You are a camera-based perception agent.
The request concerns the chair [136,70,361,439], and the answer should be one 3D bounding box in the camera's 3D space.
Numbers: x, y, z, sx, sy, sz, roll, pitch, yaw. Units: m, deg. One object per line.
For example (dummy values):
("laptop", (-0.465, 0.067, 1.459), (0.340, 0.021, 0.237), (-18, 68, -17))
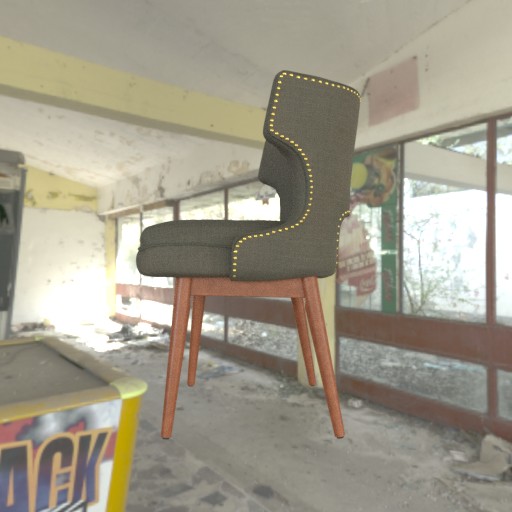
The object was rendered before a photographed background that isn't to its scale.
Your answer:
("chair", (0.000, 0.000, 1.266), (0.581, 0.863, 0.595), (0, -1, -1))
